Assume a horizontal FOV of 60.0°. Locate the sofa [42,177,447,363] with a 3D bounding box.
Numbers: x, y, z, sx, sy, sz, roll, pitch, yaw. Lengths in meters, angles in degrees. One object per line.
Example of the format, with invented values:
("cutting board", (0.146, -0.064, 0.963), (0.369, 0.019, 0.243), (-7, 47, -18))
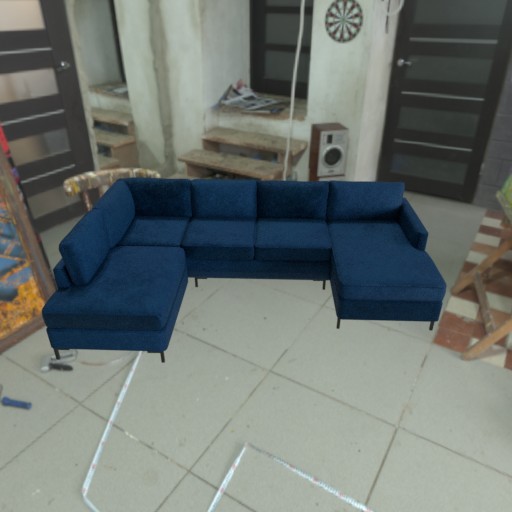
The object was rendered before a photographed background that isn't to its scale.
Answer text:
("sofa", (0.000, 0.000, 4.399), (3.434, 0.992, 2.055), (1, 30, 2))
